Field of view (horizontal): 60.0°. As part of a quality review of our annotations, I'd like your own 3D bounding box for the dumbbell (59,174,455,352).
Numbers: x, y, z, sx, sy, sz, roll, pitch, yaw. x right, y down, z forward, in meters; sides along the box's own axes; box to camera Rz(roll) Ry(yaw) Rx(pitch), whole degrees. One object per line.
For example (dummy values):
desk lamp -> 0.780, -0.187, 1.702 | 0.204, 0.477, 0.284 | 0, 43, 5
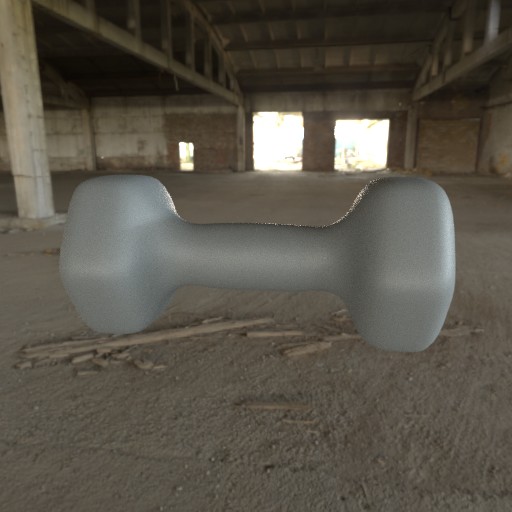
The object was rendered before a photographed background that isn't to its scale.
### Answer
dumbbell -> 0.000, 0.000, 0.229 | 0.184, 0.081, 0.090 | 2, 14, 9
